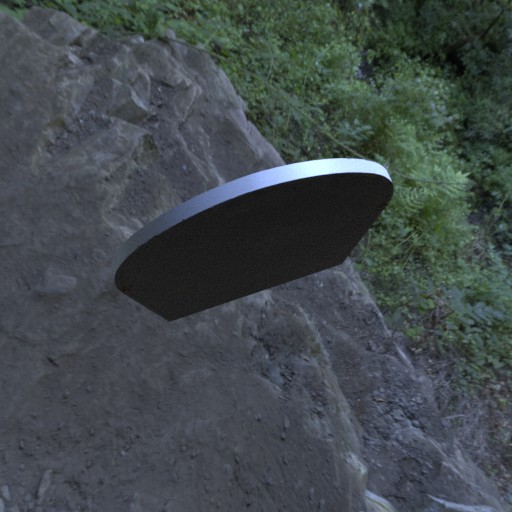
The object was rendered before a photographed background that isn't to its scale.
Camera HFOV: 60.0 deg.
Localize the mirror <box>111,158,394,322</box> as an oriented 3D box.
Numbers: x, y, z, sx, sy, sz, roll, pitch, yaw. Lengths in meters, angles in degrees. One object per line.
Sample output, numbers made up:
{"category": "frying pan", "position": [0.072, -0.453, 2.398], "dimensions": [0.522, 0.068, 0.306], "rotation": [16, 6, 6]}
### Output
{"category": "mirror", "position": [0.000, 0.000, 1.164], "dimensions": [0.660, 0.920, 0.032], "rotation": [-18, 76, -5]}
